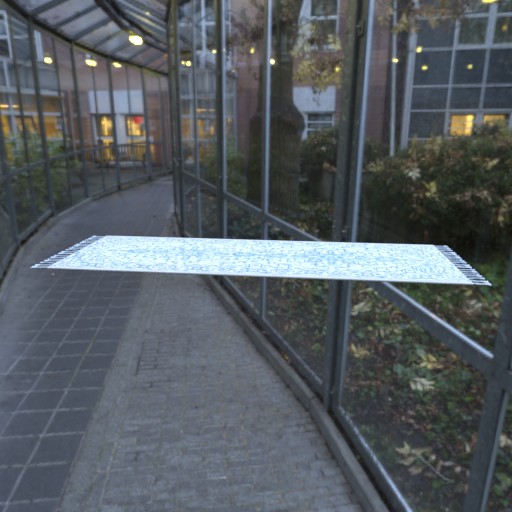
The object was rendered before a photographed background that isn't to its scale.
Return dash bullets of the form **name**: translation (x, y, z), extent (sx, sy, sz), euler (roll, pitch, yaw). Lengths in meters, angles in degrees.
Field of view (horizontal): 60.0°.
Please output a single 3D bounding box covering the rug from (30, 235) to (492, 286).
- **rug**: translation (0.000, 0.000, 2.692), extent (2.449, 0.011, 0.774), euler (2, 16, 6)
